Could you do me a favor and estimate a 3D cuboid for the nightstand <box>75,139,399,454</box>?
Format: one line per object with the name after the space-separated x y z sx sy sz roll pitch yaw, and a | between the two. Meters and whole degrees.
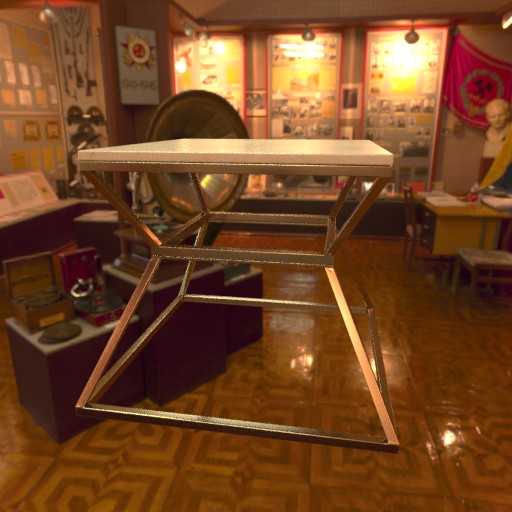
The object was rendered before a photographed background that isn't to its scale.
0.000 0.000 0.871 0.514 0.426 0.513 3 17 10 | nightstand
